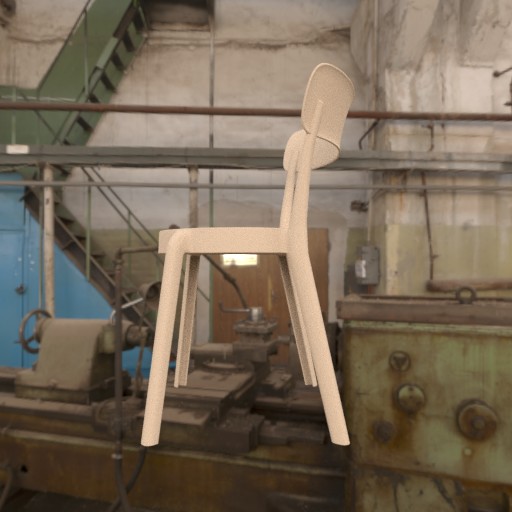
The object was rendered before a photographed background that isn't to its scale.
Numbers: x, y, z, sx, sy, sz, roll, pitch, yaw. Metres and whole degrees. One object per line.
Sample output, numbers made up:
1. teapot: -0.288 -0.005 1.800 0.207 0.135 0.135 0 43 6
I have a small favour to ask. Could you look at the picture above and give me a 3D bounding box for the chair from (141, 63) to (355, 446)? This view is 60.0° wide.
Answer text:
1. chair: 0.000 0.000 1.144 0.491 0.790 0.506 0 0 -1
